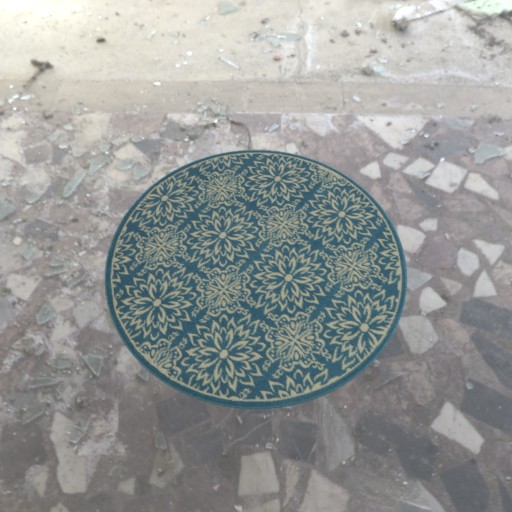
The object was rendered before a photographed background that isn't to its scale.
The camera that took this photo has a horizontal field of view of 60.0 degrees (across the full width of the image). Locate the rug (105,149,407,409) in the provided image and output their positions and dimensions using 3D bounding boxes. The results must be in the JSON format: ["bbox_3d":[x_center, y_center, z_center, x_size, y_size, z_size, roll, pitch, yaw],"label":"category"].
[{"bbox_3d":[0.000,0.000,2.370,1.593,0.012,1.593,0,57,0],"label":"rug"}]
